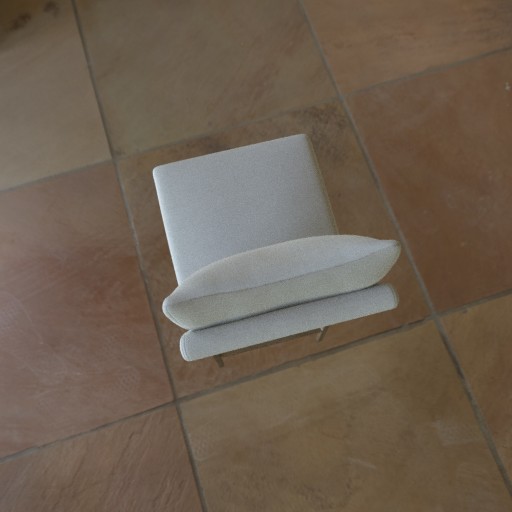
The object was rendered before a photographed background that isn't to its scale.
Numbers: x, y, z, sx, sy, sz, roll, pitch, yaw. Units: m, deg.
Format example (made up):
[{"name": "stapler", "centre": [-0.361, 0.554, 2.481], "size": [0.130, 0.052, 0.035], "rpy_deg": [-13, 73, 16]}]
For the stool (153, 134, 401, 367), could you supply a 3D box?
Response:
[{"name": "stool", "centre": [0.000, 0.000, 1.327], "size": [0.463, 1.032, 0.572], "rpy_deg": [-14, 75, -4]}]
